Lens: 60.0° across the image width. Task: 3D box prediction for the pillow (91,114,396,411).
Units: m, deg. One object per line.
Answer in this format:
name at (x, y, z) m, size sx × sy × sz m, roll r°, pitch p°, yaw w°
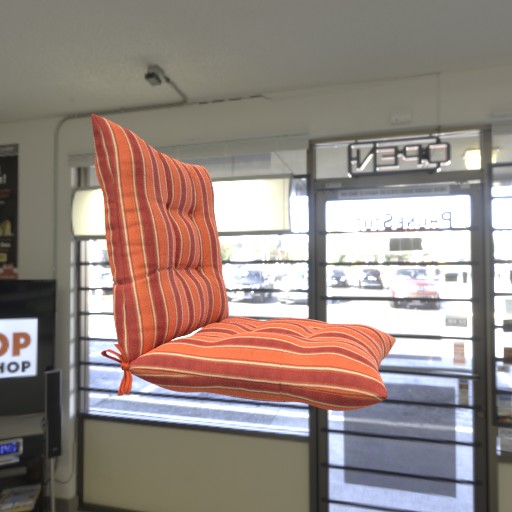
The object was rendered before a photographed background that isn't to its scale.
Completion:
pillow at (0.000, 0.000, 0.988) m, size 0.585 × 0.536 × 0.541 m, roll 0°, pitch -1°, yaw 18°
